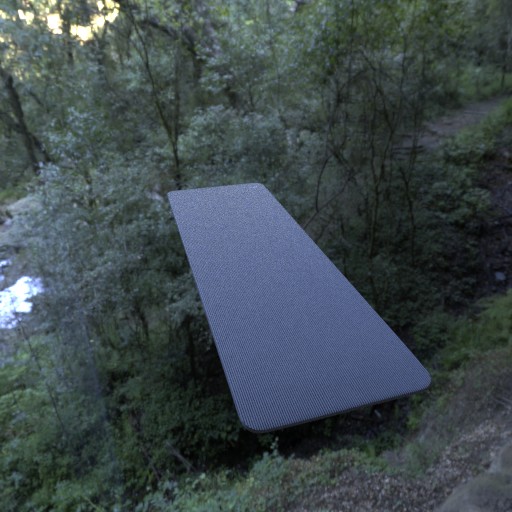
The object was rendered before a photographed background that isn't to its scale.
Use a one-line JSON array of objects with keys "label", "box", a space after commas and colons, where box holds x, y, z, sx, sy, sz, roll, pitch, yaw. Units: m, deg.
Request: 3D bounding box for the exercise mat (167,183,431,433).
[{"label": "exercise mat", "box": [0.000, 0.000, 2.062, 0.616, 0.021, 1.884, -8, 30, -14]}]
